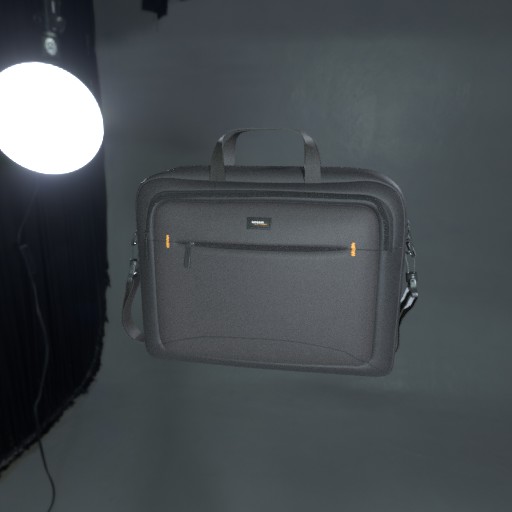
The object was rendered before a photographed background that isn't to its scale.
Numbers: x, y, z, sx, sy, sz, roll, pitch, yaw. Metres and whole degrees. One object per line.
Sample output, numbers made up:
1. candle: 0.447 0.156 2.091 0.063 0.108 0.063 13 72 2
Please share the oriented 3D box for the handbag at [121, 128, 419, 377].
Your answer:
1. handbag: 0.000 0.000 0.596 0.429 0.330 0.126 2 15 9
